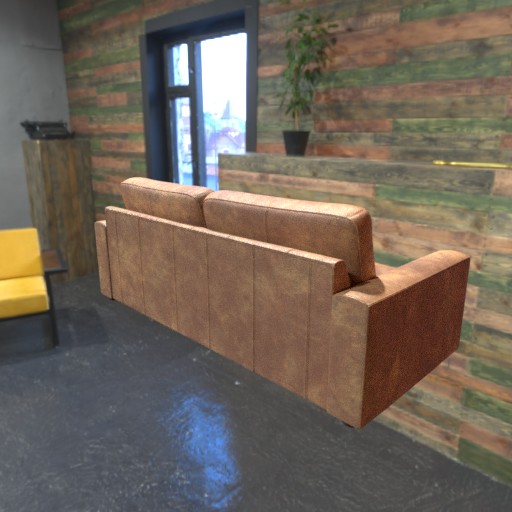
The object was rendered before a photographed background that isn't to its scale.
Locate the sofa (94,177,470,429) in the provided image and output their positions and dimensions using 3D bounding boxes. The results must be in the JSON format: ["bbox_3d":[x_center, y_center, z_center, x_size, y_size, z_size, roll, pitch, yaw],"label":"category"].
[{"bbox_3d":[0.000,0.000,2.709,1.016,0.873,2.179,-15,21,-43],"label":"sofa"}]
